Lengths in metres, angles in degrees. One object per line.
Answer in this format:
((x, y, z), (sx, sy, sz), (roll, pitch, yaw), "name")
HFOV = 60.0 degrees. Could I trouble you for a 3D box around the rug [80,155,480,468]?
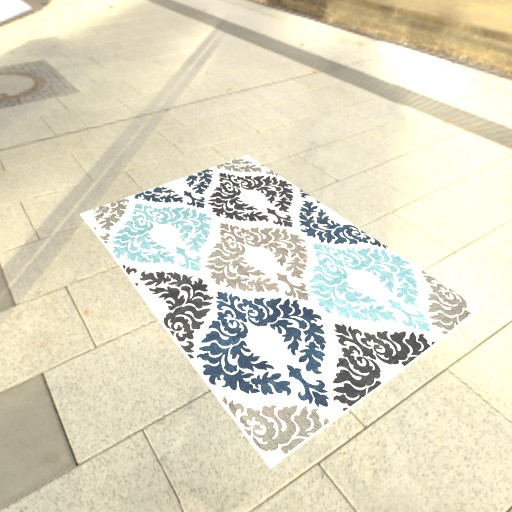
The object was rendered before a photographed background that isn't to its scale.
((0.000, 0.000, 2.876), (1.514, 0.014, 2.275), (-26, 47, -27), "rug")
